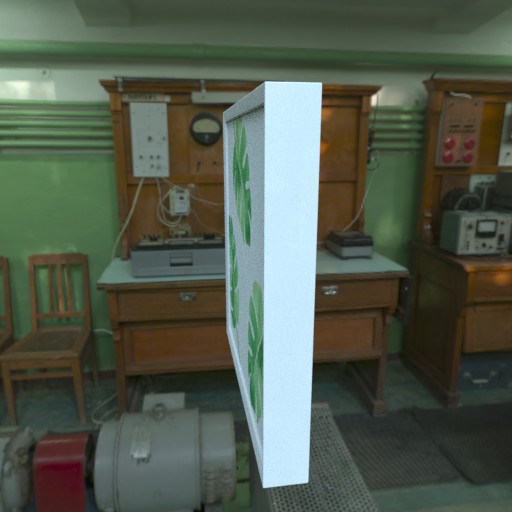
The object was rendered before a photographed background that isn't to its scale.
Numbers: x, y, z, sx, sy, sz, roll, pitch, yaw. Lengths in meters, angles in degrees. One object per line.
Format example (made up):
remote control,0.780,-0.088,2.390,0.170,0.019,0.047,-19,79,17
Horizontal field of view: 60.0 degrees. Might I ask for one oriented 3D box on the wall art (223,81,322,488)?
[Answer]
wall art,0.000,0.000,0.465,0.038,0.305,0.305,-2,15,-9
